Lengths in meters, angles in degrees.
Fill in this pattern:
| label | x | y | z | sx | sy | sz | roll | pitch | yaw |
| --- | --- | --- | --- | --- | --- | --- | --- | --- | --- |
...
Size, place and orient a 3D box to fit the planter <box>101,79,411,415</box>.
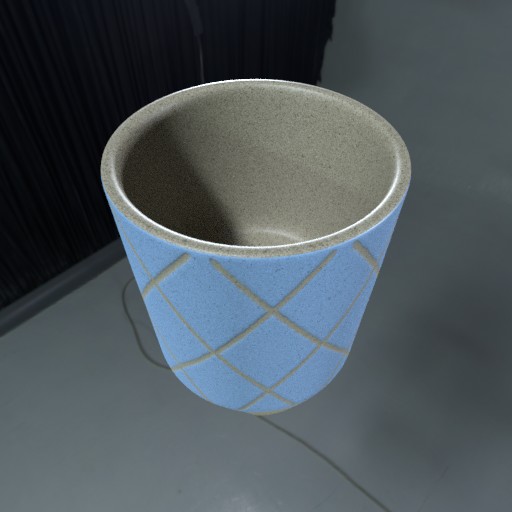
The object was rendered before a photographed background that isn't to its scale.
| label | x | y | z | sx | sy | sz | roll | pitch | yaw |
| --- | --- | --- | --- | --- | --- | --- | --- | --- | --- |
| planter | 0.000 | 0.000 | 0.351 | 0.191 | 0.200 | 0.191 | 0 | 47 | 0 |
